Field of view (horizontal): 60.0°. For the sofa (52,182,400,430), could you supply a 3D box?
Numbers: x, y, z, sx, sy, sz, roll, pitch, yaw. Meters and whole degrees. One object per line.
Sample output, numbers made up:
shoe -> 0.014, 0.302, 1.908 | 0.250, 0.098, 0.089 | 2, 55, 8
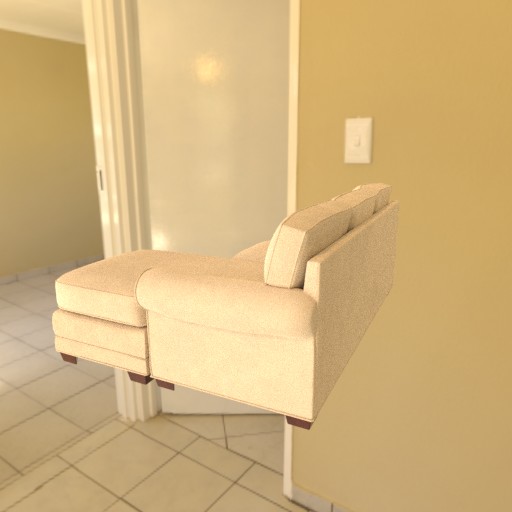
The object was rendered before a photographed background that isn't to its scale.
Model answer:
sofa -> 0.000, 0.000, 2.389 | 1.226, 0.734, 1.770 | 7, 16, 25
